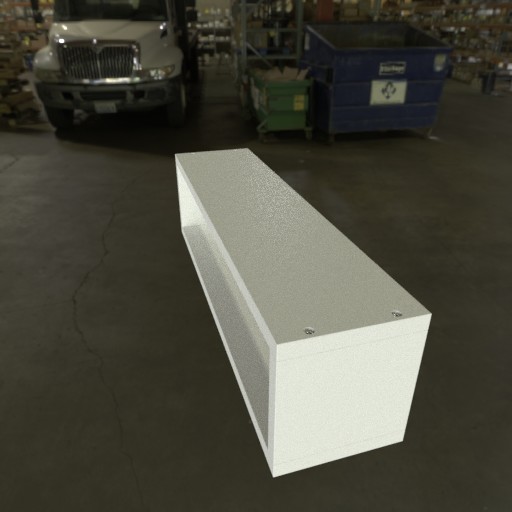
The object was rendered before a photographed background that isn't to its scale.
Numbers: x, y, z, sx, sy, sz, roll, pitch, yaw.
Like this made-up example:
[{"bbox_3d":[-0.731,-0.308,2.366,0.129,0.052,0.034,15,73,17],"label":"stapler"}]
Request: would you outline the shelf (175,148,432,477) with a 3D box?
[{"bbox_3d":[0.000,0.000,0.682,0.150,0.170,0.610,-8,29,-15],"label":"shelf"}]
